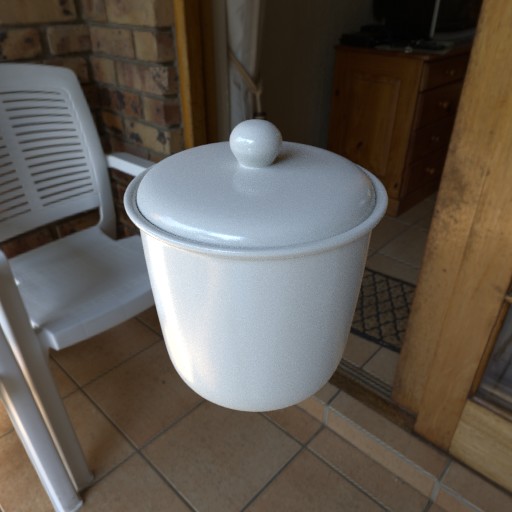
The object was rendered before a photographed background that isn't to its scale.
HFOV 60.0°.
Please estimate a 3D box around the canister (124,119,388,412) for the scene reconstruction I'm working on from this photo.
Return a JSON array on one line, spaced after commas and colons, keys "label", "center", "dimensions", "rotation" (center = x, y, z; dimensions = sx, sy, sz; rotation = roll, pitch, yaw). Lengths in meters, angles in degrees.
[{"label": "canister", "center": [0.000, 0.000, 0.345], "dimensions": [0.182, 0.208, 0.182], "rotation": [0, 32, 0]}]
